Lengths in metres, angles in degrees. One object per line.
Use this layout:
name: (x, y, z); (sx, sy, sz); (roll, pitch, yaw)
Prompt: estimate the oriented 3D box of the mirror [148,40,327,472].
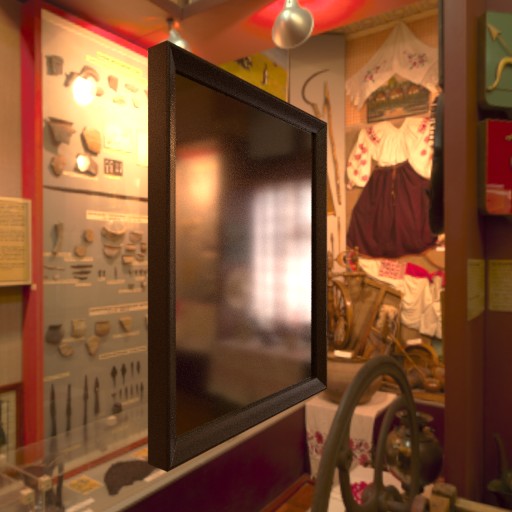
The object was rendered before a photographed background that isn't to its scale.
mirror: (0.000, 0.000, 0.696); (0.041, 0.509, 0.406); (0, 0, 36)
